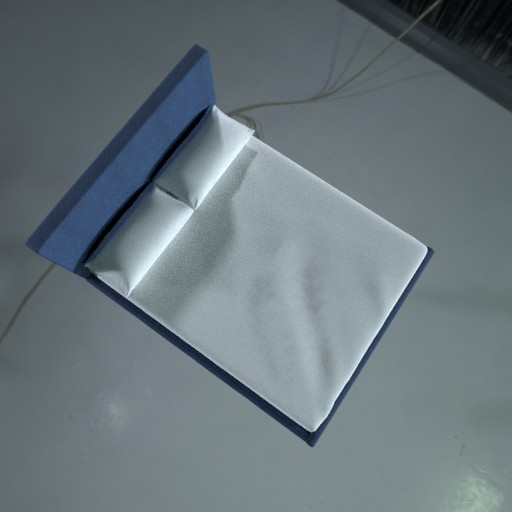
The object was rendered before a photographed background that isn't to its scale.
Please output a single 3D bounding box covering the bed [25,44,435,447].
[{"bbox_3d":[0.000,0.000,3.204,2.172,1.231,1.723,34,78,8],"label":"bed"}]
